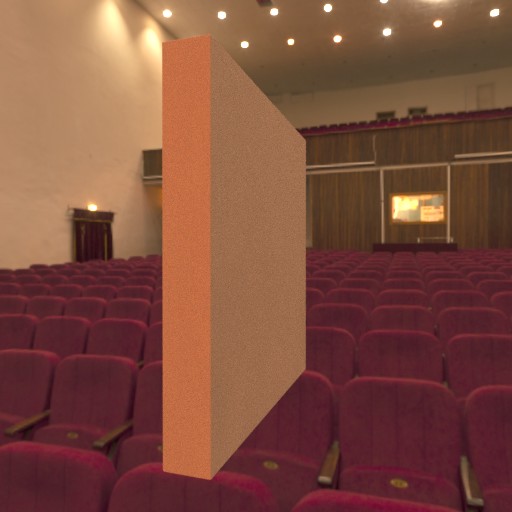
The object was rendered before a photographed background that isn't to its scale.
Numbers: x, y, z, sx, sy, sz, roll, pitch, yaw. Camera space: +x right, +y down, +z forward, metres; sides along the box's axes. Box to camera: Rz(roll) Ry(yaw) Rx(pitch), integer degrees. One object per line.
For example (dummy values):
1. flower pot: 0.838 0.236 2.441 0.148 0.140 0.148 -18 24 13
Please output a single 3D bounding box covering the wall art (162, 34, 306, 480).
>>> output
1. wall art: 0.000 0.000 0.453 0.038 0.305 0.305 0 1 19
